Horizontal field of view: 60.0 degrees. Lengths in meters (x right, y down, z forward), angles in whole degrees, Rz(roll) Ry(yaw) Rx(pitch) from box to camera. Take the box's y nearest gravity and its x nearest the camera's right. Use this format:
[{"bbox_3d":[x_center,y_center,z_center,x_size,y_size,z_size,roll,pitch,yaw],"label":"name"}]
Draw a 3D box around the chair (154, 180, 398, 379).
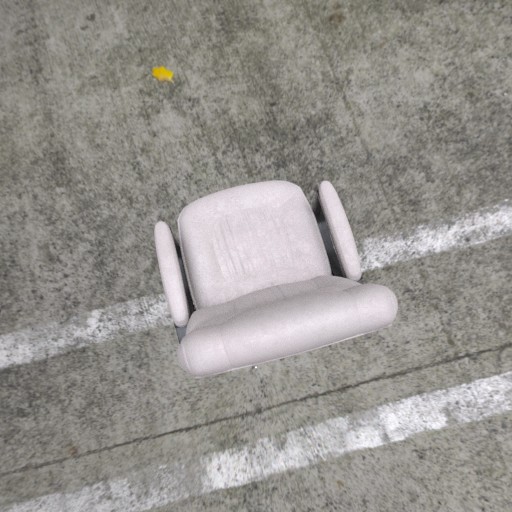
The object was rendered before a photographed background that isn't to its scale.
[{"bbox_3d":[0.000,0.000,1.551,0.667,1.105,0.724,-14,76,-4],"label":"chair"}]
